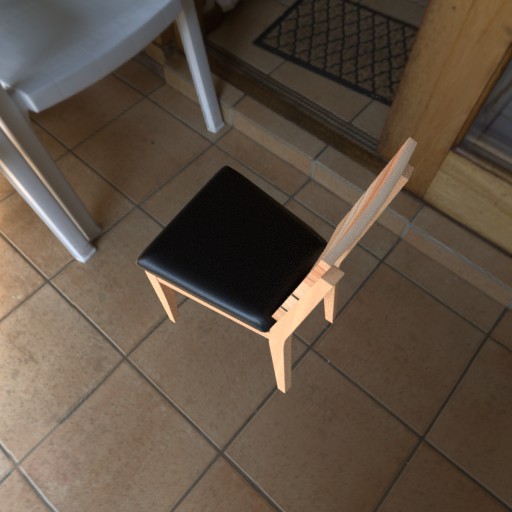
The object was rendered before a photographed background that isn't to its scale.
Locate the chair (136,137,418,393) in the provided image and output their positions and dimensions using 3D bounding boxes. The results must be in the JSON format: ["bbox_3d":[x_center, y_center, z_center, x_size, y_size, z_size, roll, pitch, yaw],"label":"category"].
[{"bbox_3d":[0.000,0.000,1.198,0.520,0.940,0.410,32,67,15],"label":"chair"}]
